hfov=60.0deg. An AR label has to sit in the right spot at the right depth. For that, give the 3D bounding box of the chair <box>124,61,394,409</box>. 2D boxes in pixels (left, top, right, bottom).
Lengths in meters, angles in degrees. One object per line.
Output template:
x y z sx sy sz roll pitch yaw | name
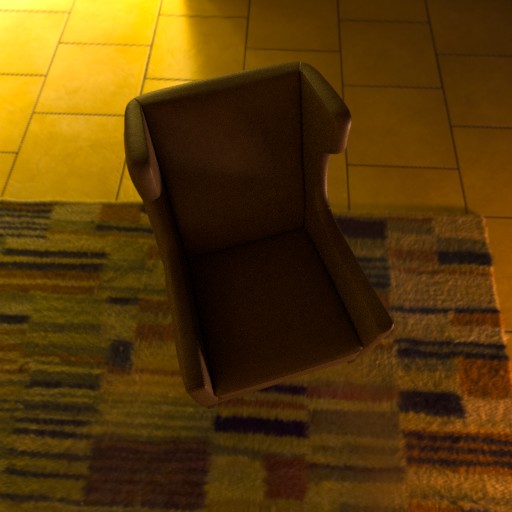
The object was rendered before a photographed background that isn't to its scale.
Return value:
0.000 0.000 1.723 0.769 1.079 0.899 -16 64 -8 | chair
